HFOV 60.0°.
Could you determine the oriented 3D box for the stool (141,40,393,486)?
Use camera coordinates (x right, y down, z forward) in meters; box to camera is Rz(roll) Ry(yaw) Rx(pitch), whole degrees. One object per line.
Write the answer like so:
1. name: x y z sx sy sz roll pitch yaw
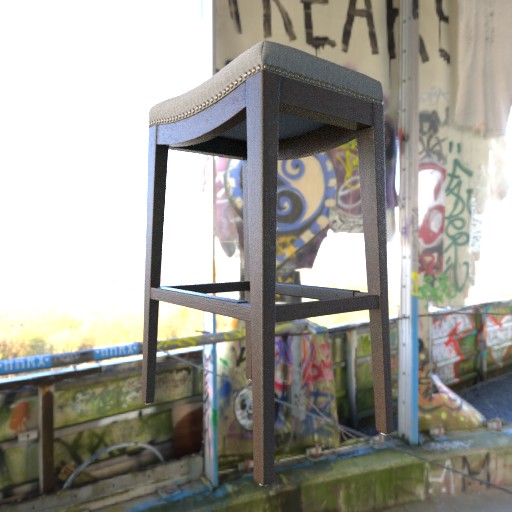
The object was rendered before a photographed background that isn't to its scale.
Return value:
1. stool: 0.000 0.000 1.036 0.356 0.762 0.508 -1 2 -37
